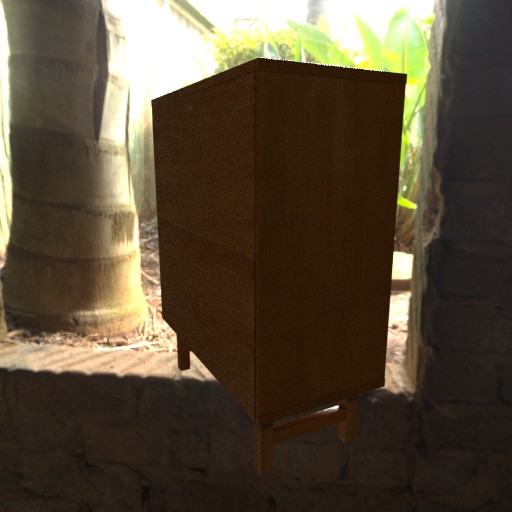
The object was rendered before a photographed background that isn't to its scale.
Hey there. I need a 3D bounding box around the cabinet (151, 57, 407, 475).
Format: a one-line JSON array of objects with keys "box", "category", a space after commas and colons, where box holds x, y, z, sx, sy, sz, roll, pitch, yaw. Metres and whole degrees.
[{"box": [0.000, 0.000, 1.411, 0.419, 1.001, 0.800, -7, 15, -27], "category": "cabinet"}]
